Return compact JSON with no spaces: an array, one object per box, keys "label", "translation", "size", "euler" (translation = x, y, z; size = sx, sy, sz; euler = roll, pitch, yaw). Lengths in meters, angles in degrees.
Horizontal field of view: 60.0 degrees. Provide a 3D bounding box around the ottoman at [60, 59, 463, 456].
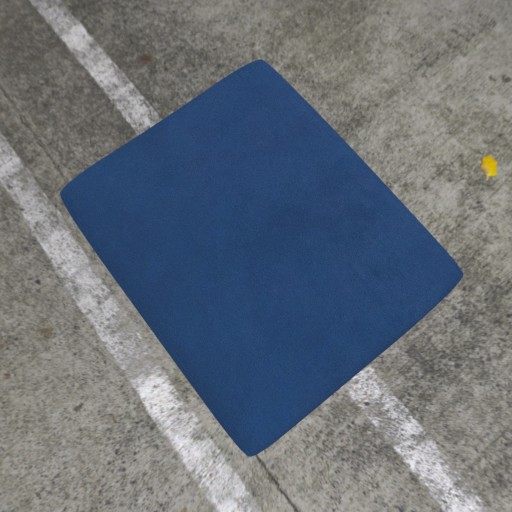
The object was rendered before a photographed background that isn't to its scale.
[{"label":"ottoman","translation":[0.000,0.000,1.198],"size":[0.655,0.485,0.794],"euler":[-37,77,-10]}]
